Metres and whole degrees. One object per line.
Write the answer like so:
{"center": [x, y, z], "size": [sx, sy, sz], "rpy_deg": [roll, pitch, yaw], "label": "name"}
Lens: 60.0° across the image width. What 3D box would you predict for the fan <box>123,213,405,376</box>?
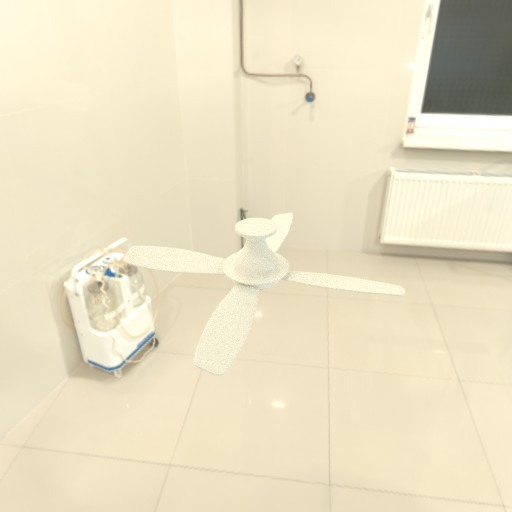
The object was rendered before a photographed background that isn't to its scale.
{"center": [0.000, 0.000, 2.572], "size": [1.693, 0.382, 1.694], "rpy_deg": [7, 31, 13], "label": "fan"}
